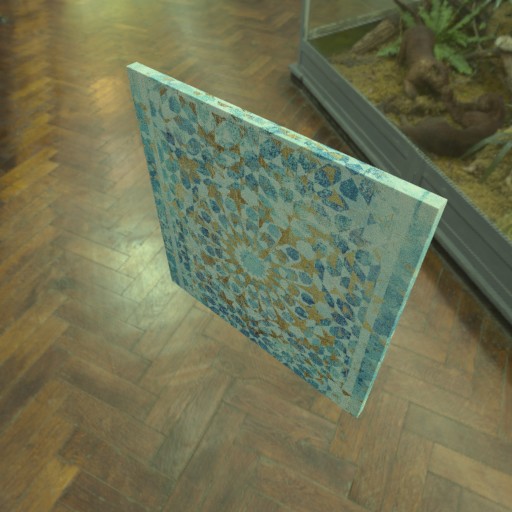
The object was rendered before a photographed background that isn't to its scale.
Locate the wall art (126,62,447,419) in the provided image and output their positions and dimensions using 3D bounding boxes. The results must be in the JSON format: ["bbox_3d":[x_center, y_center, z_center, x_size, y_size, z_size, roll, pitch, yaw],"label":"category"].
[{"bbox_3d":[0.000,0.000,1.356,0.916,0.916,0.040,32,55,27],"label":"wall art"}]
